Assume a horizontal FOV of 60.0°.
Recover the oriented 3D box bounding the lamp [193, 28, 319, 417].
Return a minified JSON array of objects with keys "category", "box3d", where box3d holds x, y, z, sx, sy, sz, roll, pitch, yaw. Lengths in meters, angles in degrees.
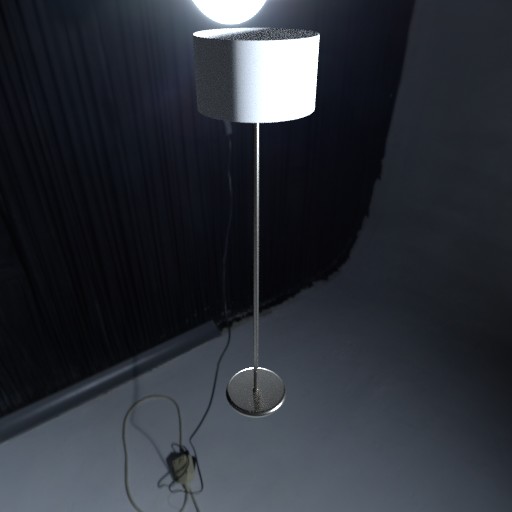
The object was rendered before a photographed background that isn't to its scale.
[{"category":"lamp","box3d":[0.000,0.000,1.601,0.347,1.443,0.347,-22,38,-31]}]
